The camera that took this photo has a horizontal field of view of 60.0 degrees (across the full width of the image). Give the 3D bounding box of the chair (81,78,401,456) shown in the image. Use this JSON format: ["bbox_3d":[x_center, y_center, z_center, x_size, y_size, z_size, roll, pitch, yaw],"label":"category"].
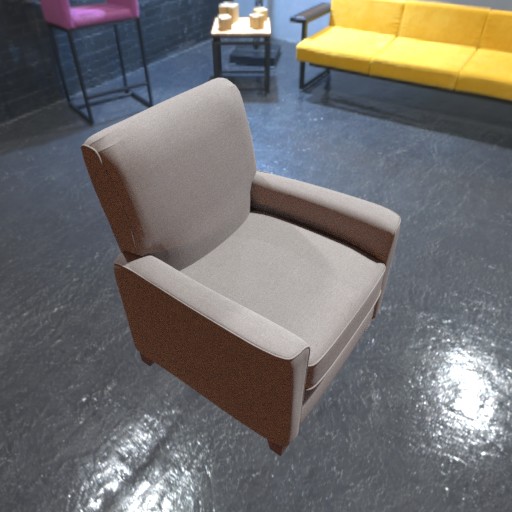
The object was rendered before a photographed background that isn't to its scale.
[{"bbox_3d":[0.000,0.000,1.666,0.859,1.023,0.845,25,47,26],"label":"chair"}]
